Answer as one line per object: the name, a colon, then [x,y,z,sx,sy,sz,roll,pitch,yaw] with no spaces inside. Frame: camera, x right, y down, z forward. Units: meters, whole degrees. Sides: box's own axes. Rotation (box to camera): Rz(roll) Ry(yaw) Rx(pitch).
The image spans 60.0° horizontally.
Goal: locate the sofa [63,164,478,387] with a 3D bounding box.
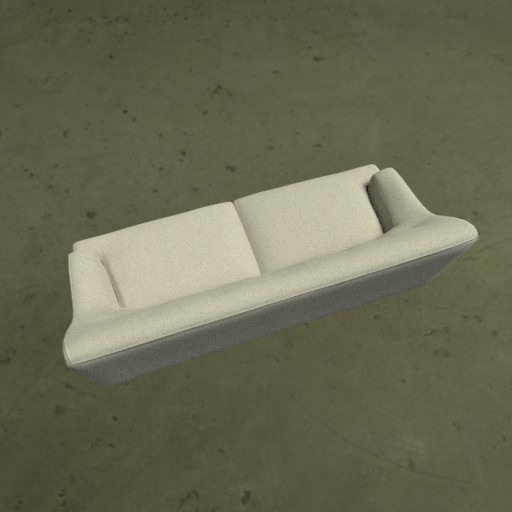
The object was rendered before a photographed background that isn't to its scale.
sofa: [0.000,0.000,2.562,2.057,0.871,0.978,-16,60,-10]
